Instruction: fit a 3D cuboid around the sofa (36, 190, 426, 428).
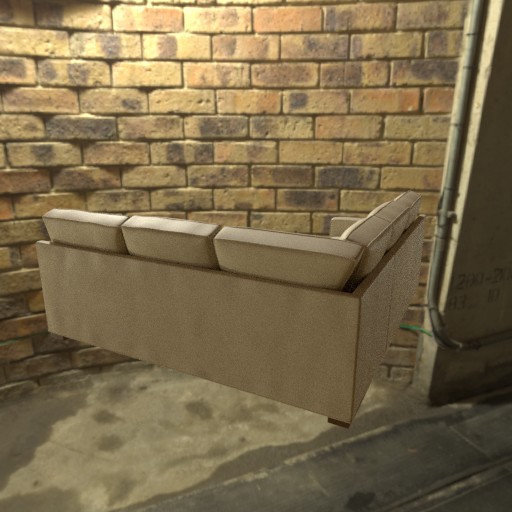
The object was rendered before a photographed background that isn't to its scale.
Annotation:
[{"bbox_3d":[0.000,0.000,3.443,2.189,0.939,2.182,8,18,26],"label":"sofa"}]
